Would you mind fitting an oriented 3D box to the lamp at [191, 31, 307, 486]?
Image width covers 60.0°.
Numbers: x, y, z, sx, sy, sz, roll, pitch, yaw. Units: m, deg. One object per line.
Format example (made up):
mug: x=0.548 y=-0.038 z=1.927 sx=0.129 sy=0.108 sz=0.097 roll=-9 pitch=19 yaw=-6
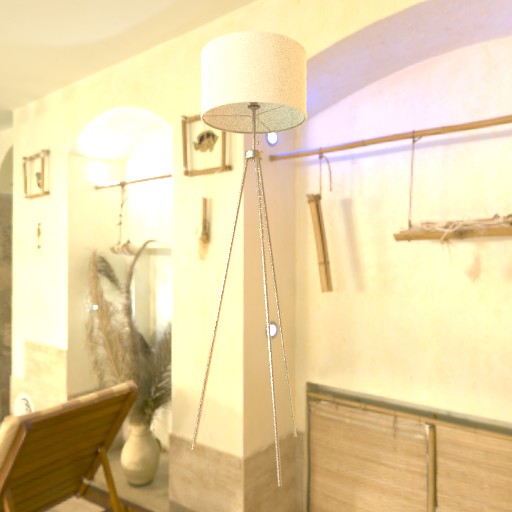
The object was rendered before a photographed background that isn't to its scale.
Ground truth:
lamp: x=0.000 y=0.000 z=1.746 sx=0.448 sy=1.545 sz=0.458 roll=0 pitch=0 yaw=36
